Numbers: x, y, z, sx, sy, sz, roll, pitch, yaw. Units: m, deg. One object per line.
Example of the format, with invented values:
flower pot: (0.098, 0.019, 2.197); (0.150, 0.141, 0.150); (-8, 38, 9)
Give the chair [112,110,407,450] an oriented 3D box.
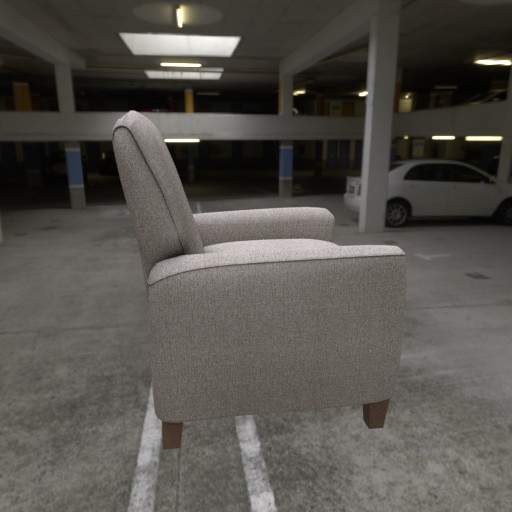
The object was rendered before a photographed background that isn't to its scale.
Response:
chair: (0.000, 0.000, 1.638); (0.864, 1.014, 0.848); (-2, 15, -8)
